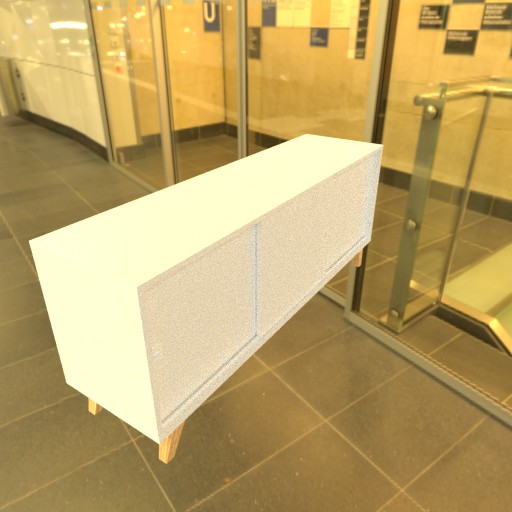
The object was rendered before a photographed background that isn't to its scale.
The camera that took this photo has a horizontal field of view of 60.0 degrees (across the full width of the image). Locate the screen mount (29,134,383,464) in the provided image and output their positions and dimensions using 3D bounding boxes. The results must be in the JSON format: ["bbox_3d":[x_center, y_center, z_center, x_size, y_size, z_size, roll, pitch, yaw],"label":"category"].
[{"bbox_3d":[0.000,0.000,1.730,0.400,0.619,1.490,18,33,30],"label":"screen mount"}]
